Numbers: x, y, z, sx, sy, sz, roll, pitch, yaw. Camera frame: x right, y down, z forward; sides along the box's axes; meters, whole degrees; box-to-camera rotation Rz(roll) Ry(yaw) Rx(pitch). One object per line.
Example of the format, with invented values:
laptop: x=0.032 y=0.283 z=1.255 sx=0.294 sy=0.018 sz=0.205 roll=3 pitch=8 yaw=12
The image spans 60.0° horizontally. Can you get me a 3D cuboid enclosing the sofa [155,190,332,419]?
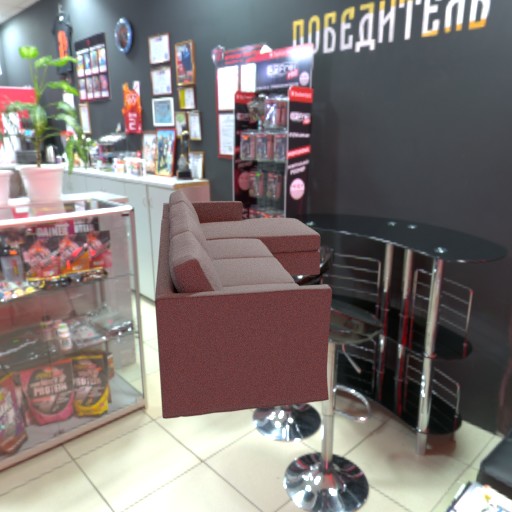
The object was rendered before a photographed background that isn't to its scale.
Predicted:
sofa: x=0.000 y=0.000 z=3.889 sx=1.622 sy=0.867 sz=3.177 roll=-3 pitch=16 yaw=-10
